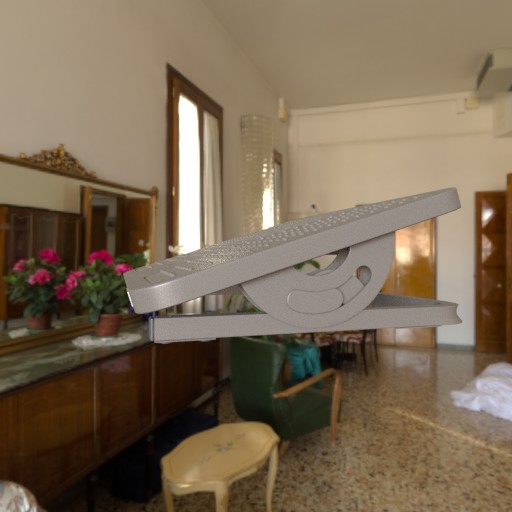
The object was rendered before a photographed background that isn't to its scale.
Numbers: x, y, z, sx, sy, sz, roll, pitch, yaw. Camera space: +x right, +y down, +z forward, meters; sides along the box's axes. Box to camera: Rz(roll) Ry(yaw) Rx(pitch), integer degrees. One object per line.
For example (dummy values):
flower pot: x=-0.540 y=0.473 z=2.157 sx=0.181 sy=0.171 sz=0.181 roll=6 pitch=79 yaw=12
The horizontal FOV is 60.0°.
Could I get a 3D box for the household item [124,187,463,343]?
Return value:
household item: x=0.000 y=0.000 z=0.530 sx=0.301 sy=0.126 sz=0.390 roll=0 pitch=0 yaw=-17
